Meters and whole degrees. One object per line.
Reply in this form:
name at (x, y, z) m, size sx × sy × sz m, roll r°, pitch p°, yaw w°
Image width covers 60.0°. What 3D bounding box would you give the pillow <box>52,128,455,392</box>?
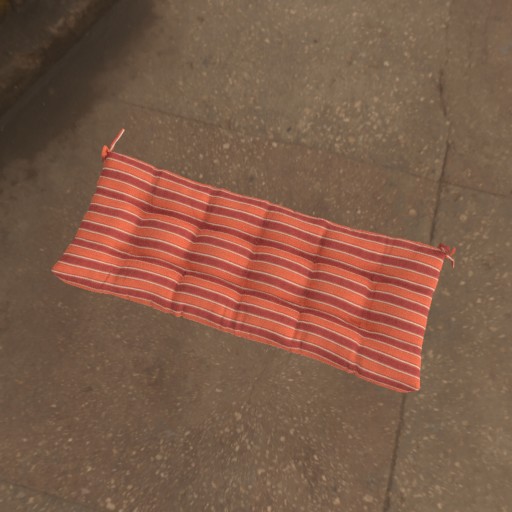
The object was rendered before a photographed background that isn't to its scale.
pillow at (0.000, 0.000, 1.364) m, size 1.194 × 0.174 × 0.511 m, roll 17°, pitch 75°, yaw 5°
